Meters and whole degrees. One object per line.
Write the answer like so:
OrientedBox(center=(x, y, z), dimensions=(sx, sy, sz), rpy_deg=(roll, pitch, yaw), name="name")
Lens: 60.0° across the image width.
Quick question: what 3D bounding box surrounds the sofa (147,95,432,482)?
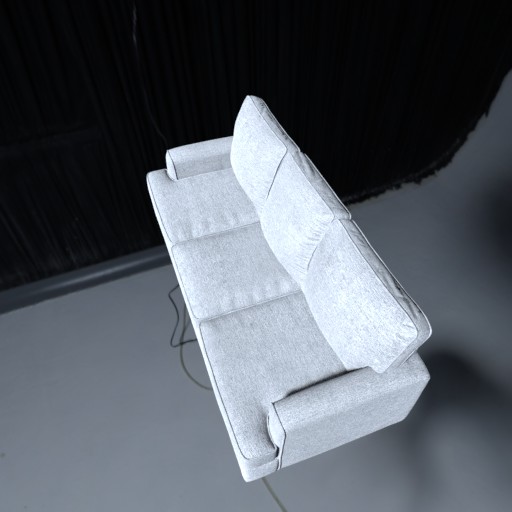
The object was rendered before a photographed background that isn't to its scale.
OrientedBox(center=(0.000, 0.000, 2.650), dimensions=(0.951, 0.965, 2.158), rpy_deg=(-16, 50, -14), name="sofa")
